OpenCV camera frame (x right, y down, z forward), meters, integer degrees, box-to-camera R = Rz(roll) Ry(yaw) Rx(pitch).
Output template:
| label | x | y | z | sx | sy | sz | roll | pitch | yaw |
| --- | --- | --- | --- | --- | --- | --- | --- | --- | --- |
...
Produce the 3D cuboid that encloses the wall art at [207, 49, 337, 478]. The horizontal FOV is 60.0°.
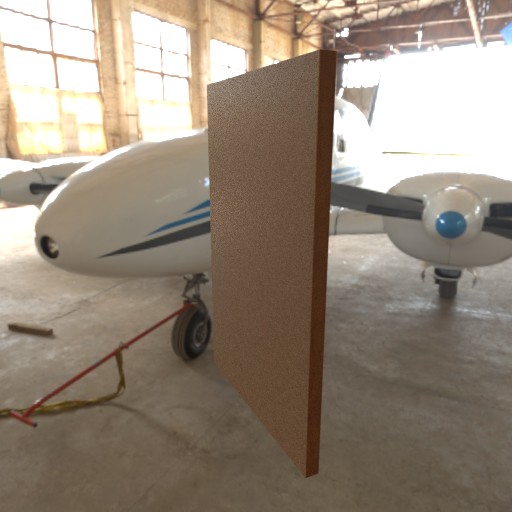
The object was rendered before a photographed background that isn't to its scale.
| label | x | y | z | sx | sy | sz | roll | pitch | yaw |
| --- | --- | --- | --- | --- | --- | --- | --- | --- | --- |
| wall art | 0.000 | 0.000 | 1.181 | 0.037 | 0.914 | 0.610 | -7 | 16 | -24 |
